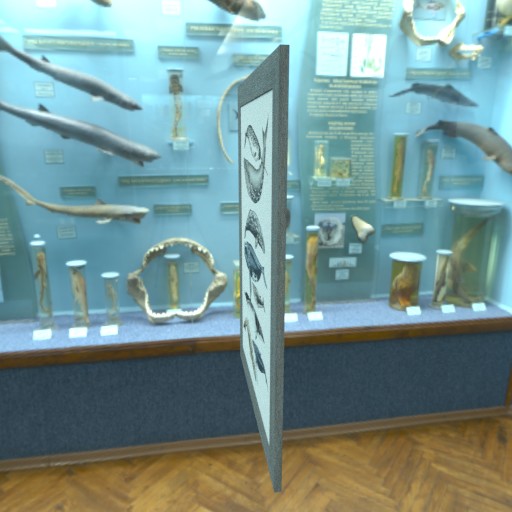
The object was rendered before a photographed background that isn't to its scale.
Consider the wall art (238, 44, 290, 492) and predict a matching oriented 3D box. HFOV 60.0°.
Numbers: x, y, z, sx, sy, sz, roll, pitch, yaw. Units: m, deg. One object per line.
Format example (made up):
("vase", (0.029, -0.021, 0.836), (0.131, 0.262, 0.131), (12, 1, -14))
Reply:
("wall art", (0.000, 0.000, 1.384), (0.020, 1.070, 0.768), (-2, 15, -8))
